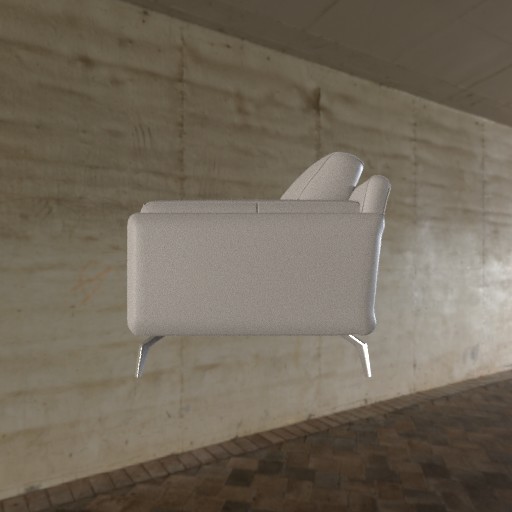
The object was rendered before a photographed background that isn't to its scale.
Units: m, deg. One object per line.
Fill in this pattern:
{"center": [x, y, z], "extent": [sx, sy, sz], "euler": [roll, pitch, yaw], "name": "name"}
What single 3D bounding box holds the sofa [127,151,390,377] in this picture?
{"center": [0.000, 0.000, 2.630], "extent": [1.049, 0.930, 2.101], "euler": [0, 0, -1], "name": "sofa"}
